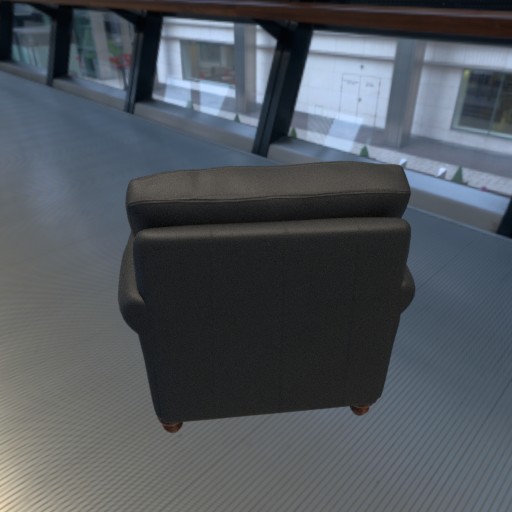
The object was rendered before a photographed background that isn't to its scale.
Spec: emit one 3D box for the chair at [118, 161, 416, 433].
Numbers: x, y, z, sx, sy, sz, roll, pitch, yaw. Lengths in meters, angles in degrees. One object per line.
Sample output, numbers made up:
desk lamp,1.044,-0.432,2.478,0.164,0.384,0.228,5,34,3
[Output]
chair,0.000,0.000,1.778,1.015,0.960,1.027,-1,30,-1
